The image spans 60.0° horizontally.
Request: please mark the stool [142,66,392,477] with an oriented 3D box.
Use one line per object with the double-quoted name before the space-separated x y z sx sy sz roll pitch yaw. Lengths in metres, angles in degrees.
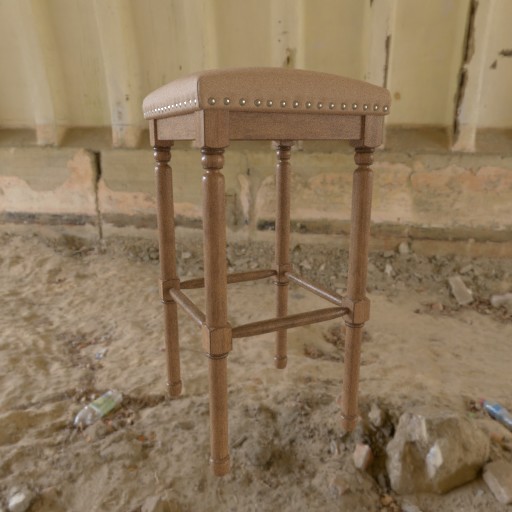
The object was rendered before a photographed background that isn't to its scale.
"stool" 0.000 0.000 0.984 0.383 0.768 0.382 -7 16 -25
